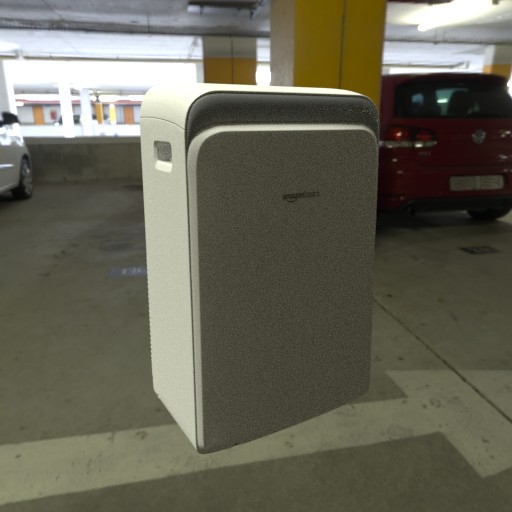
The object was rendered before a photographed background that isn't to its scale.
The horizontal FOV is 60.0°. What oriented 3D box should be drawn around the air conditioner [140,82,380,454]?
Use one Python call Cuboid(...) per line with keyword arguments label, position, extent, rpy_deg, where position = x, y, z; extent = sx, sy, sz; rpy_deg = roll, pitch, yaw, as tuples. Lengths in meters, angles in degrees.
Cuboid(label="air conditioner", position=(0.000, 0.000, 0.965), extent=(0.454, 0.700, 0.365), rpy_deg=(-9, 19, -28))
